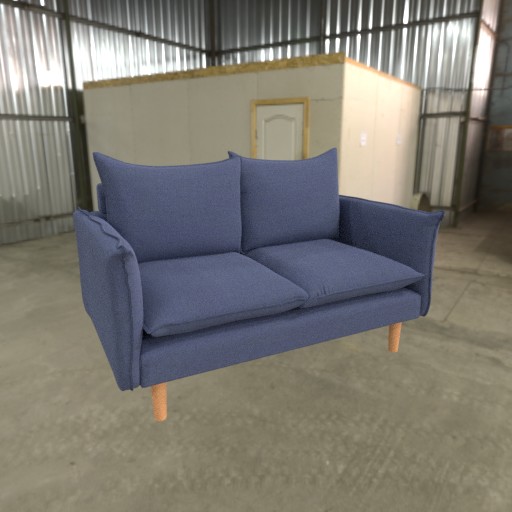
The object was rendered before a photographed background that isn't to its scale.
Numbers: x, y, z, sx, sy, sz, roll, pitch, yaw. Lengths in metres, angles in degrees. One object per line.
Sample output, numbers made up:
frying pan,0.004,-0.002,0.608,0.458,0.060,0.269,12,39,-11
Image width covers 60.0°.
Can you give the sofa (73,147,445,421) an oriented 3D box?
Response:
sofa,0.000,0.000,1.827,1.300,0.840,0.820,-8,17,-26
